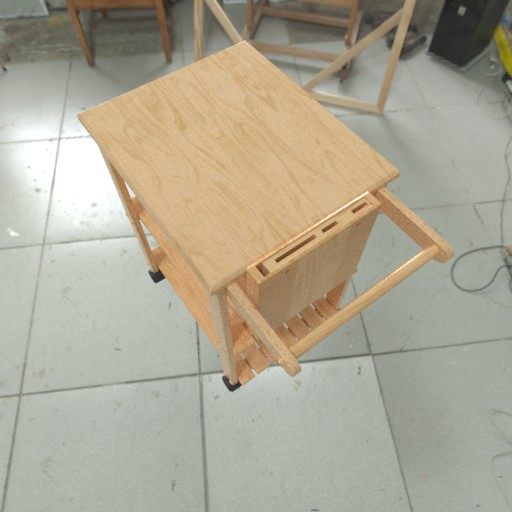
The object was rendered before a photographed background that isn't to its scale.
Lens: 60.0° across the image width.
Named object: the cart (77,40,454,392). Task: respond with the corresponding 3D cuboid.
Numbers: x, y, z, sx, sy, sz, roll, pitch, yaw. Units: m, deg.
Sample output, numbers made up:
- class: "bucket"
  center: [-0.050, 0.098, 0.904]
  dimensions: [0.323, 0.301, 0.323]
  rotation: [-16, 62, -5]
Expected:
- class: "cart"
  center: [0.000, 0.000, 1.359]
  dimensions: [0.520, 0.816, 0.843]
  rotation: [-32, 64, -18]
